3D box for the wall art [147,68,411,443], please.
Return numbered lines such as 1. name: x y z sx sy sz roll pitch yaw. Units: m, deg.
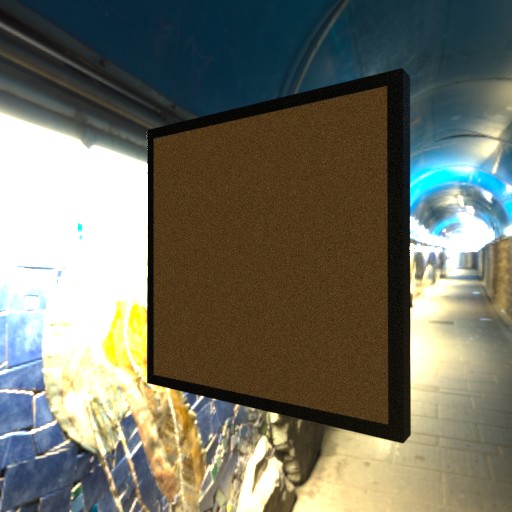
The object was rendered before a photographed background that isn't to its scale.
1. wall art: 0.000 0.000 0.757 0.508 0.508 0.036 0 0 35
